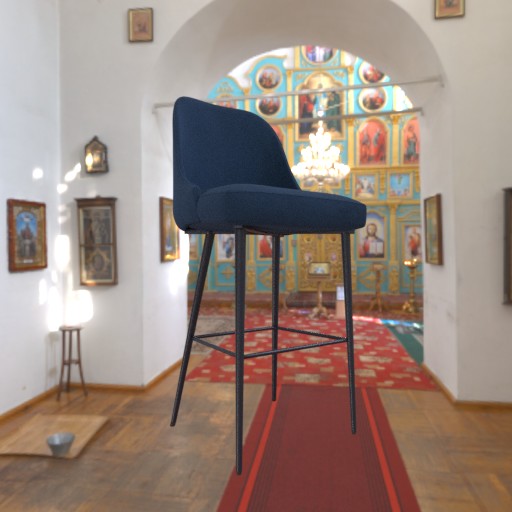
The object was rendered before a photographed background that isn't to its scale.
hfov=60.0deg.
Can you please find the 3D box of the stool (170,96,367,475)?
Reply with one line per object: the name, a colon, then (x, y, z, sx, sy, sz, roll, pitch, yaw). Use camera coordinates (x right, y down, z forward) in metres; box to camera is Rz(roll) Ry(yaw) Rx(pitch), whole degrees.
stool: (0.000, 0.000, 1.387, 0.527, 1.079, 0.489, 0, 0, -36)
